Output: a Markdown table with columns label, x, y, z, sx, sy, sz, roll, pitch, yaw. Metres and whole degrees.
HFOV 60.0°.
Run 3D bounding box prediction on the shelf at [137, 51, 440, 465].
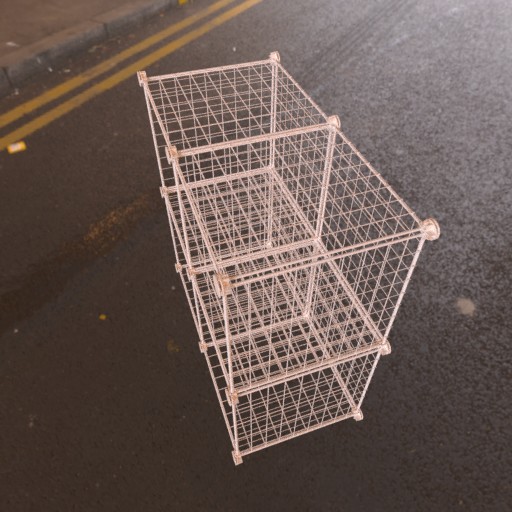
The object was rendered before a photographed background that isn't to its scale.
| label | x | y | z | sx | sy | sz | roll | pitch | yaw |
| --- | --- | --- | --- | --- | --- | --- | --- | --- | --- |
| shelf | 0.000 | 0.000 | 1.126 | 0.356 | 0.711 | 0.711 | -14 | 48 | -13 |
